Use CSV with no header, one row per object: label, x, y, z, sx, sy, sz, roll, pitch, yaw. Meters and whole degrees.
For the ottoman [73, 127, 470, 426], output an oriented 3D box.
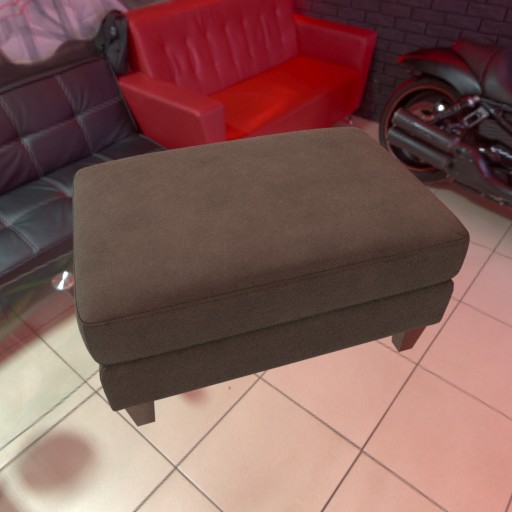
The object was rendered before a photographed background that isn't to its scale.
ottoman,0.000,0.000,1.192,0.864,0.483,0.584,-12,43,-13
